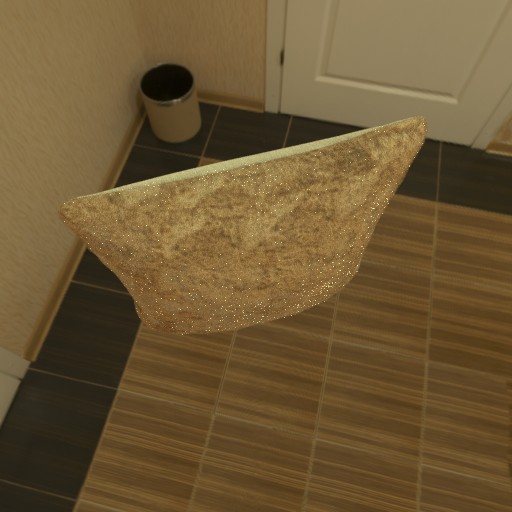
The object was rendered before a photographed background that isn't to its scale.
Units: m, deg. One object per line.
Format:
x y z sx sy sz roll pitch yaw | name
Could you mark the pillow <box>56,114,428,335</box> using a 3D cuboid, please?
0.000 0.000 0.822 0.538 0.525 0.216 -14 65 -7 | pillow
